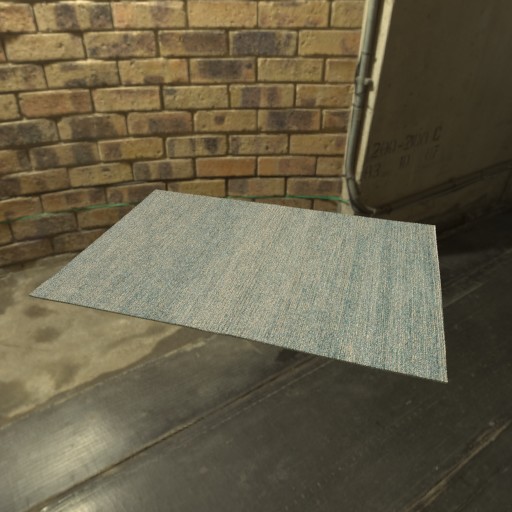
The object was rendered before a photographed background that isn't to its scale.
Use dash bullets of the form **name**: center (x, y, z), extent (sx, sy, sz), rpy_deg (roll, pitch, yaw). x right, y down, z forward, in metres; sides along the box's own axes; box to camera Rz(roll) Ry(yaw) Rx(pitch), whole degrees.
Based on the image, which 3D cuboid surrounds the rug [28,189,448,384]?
- **rug**: center (0.000, 0.000, 5.174), extent (4.078, 0.052, 2.802), rpy_deg (9, 33, 14)
